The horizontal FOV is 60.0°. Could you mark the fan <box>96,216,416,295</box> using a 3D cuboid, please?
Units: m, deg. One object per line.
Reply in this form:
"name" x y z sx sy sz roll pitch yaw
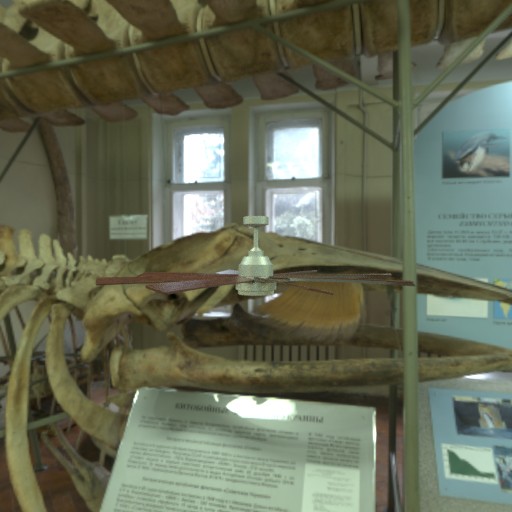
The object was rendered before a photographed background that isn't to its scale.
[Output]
"fan" 0.000 0.000 2.689 1.830 0.472 1.830 0 1 -17
